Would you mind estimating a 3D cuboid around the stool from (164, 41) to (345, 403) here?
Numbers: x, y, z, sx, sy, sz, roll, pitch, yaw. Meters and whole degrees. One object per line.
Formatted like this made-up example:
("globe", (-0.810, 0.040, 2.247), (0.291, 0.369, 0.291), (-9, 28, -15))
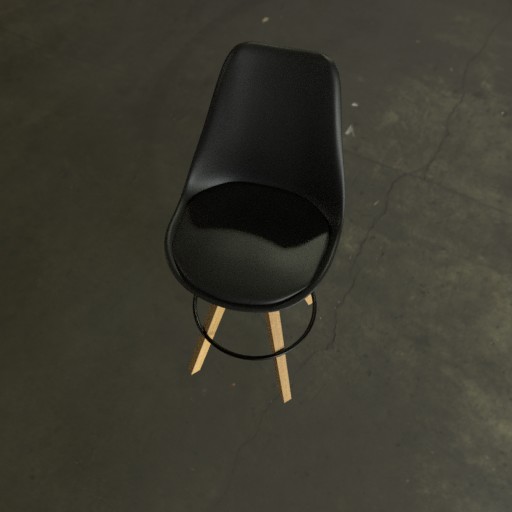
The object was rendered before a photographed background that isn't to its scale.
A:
("stool", (0.000, 0.000, 1.417), (0.485, 1.115, 0.550), (14, 57, 9))
